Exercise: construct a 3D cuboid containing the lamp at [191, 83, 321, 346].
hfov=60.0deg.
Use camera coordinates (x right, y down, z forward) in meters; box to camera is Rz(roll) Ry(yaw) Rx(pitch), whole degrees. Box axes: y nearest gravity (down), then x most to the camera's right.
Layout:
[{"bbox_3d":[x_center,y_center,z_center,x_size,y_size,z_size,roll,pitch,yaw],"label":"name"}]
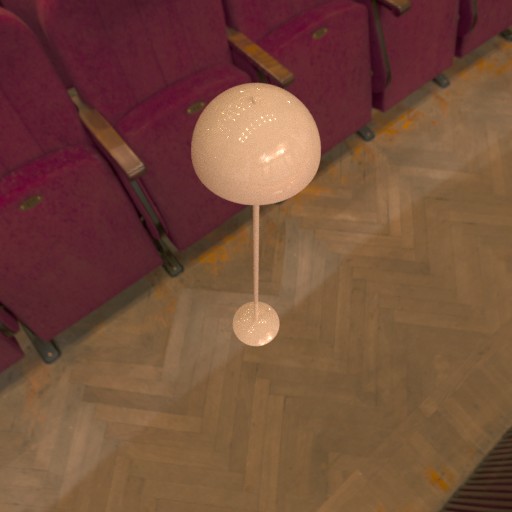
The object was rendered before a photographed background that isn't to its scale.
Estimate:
[{"bbox_3d":[0.000,0.000,1.631,0.328,1.480,0.328,-36,68,-17],"label":"lamp"}]
